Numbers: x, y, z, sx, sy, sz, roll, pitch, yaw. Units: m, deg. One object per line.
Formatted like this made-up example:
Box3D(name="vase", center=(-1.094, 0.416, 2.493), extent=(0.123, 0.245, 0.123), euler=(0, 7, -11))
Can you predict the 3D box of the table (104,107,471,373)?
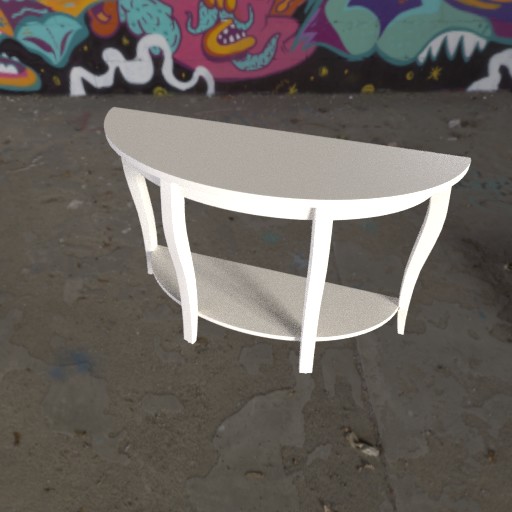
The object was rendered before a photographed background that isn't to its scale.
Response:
Box3D(name="table", center=(0.000, 0.000, 1.580), extent=(1.219, 0.780, 0.394), euler=(12, 42, 14))
